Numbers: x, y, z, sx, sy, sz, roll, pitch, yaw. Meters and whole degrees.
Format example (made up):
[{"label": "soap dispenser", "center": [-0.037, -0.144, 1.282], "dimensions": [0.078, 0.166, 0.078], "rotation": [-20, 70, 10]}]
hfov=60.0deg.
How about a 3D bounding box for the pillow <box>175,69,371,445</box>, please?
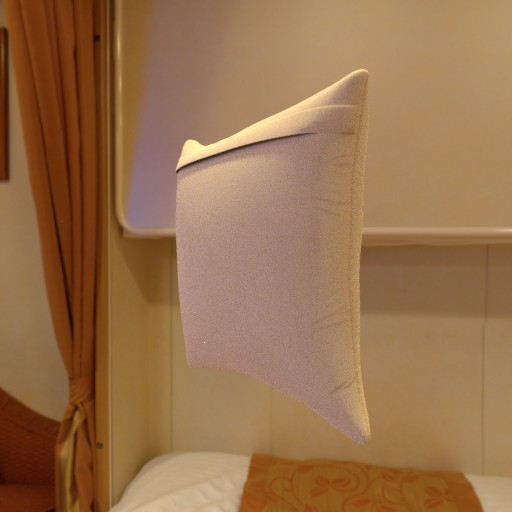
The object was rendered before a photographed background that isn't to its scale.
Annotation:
[{"label": "pillow", "center": [0.000, 0.000, 0.634], "dimensions": [0.173, 0.406, 0.405], "rotation": [-1, 1, -36]}]
